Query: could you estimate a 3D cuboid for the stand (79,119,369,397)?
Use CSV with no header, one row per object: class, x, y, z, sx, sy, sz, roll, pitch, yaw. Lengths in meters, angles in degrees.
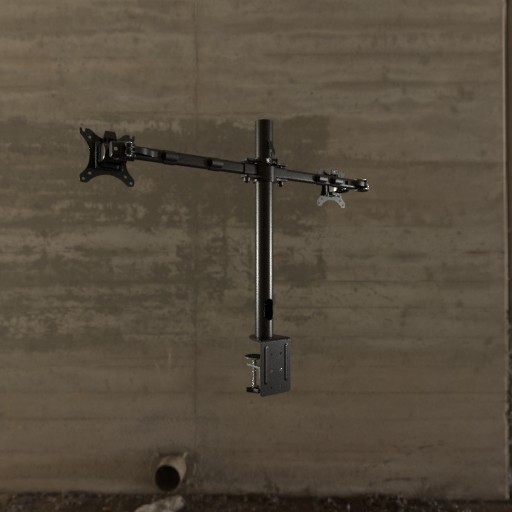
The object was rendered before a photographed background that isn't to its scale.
stand,0.000,0.000,1.020,0.743,0.603,0.150,0,-1,-35
